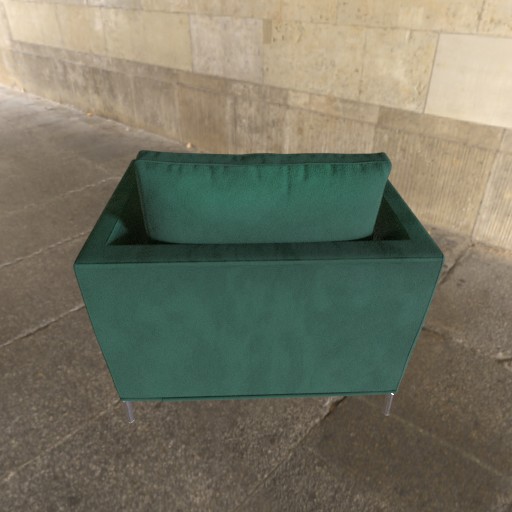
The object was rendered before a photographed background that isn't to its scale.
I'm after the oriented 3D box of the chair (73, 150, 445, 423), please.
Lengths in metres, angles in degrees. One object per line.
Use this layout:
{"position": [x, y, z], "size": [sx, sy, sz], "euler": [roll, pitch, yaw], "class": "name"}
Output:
{"position": [0.000, 0.000, 1.707], "size": [1.047, 0.997, 0.852], "euler": [-1, 32, -2], "class": "chair"}
